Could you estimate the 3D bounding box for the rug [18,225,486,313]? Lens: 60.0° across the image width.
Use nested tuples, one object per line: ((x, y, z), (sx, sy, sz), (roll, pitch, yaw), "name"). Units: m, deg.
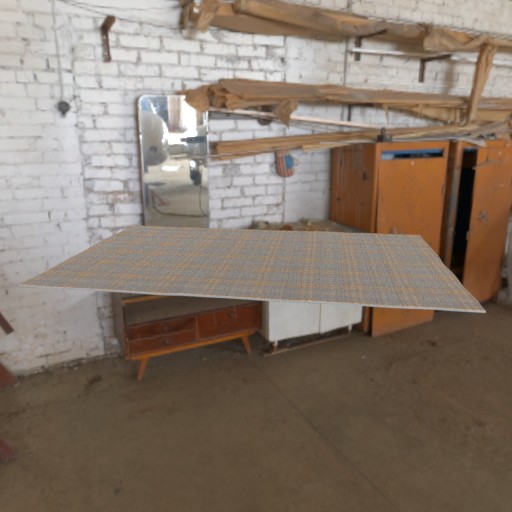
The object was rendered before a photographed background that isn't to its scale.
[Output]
((0.000, 0.000, 3.022), (2.460, 0.016, 1.545), (2, 17, 8), "rug")
